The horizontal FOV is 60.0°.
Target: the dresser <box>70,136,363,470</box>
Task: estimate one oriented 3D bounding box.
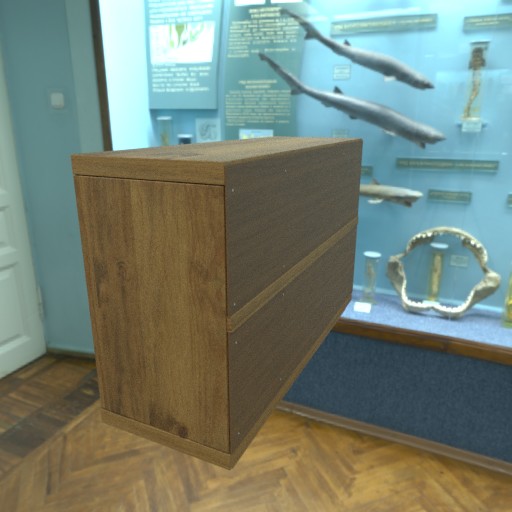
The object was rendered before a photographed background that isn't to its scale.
[{"bbox_3d":[0.000,0.000,1.680,0.479,0.825,1.261,8,19,25],"label":"dresser"}]
